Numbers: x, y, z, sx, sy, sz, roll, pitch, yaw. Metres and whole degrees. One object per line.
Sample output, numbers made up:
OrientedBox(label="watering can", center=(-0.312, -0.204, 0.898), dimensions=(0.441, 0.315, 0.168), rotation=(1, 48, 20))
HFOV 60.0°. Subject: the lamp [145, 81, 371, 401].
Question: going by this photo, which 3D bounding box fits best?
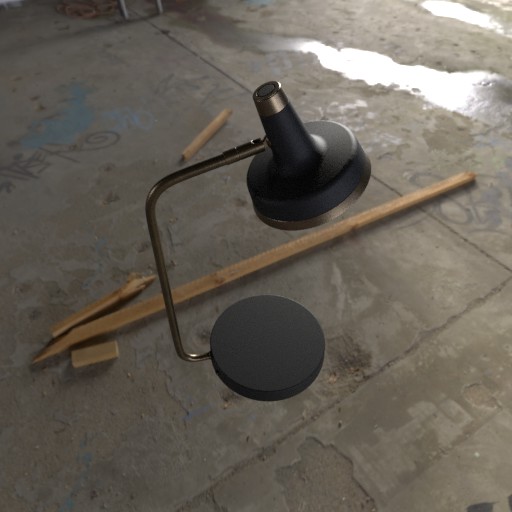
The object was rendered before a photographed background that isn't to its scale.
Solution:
OrientedBox(label="lamp", center=(0.000, 0.000, 0.490), dimensions=(0.218, 0.385, 0.162), rotation=(-10, 47, -10))
